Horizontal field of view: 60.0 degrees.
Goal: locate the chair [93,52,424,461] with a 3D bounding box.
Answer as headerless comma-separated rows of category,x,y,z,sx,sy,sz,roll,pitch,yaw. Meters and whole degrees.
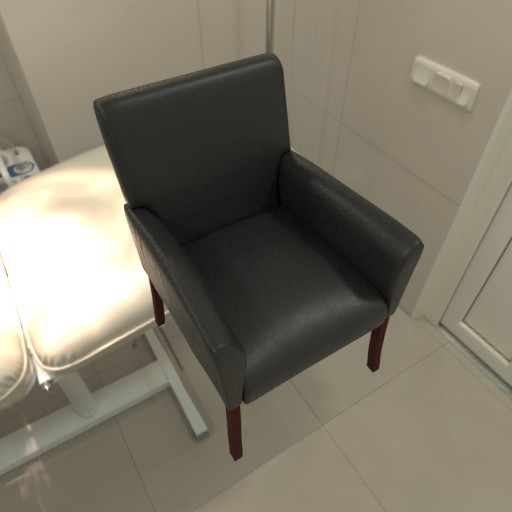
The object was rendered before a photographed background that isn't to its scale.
chair,0.000,0.000,1.479,0.683,0.951,0.772,-25,52,-21
